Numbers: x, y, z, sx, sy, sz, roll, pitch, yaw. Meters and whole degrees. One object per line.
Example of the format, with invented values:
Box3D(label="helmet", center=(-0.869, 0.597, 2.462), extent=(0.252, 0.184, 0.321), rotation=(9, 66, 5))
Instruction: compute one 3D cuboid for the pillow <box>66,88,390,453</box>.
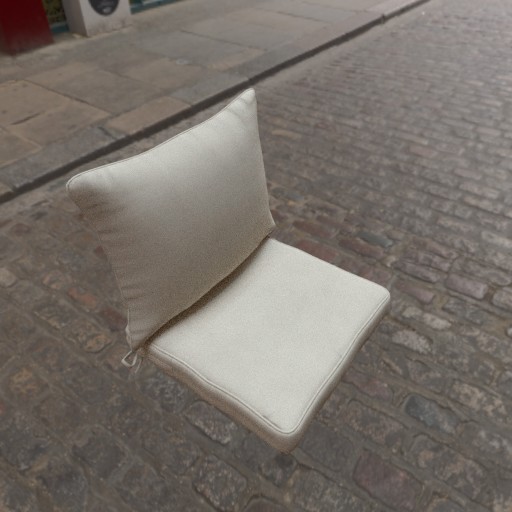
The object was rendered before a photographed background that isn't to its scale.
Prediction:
Box3D(label="pillow", center=(0.000, 0.000, 1.388), extent=(0.733, 0.716, 0.798), rotation=(25, 47, 26))
